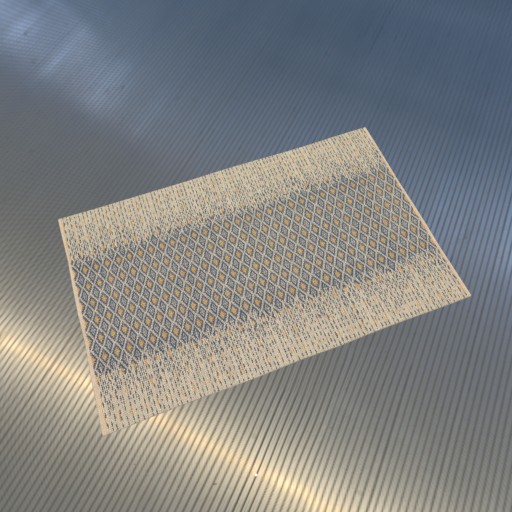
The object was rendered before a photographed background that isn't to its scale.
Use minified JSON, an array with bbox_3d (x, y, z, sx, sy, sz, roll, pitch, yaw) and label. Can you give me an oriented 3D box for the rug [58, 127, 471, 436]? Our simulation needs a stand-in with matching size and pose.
[{"bbox_3d":[0.000,0.000,3.041,2.448,0.008,1.541,-19,65,-9],"label":"rug"}]
